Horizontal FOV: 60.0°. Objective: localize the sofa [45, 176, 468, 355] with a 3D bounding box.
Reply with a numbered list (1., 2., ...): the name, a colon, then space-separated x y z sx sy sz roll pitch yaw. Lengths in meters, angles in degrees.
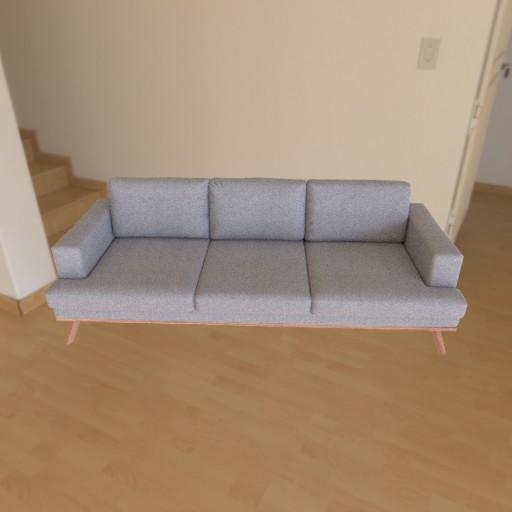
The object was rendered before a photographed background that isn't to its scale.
1. sofa: 0.000 0.000 2.784 2.310 0.810 0.920 1 29 2
